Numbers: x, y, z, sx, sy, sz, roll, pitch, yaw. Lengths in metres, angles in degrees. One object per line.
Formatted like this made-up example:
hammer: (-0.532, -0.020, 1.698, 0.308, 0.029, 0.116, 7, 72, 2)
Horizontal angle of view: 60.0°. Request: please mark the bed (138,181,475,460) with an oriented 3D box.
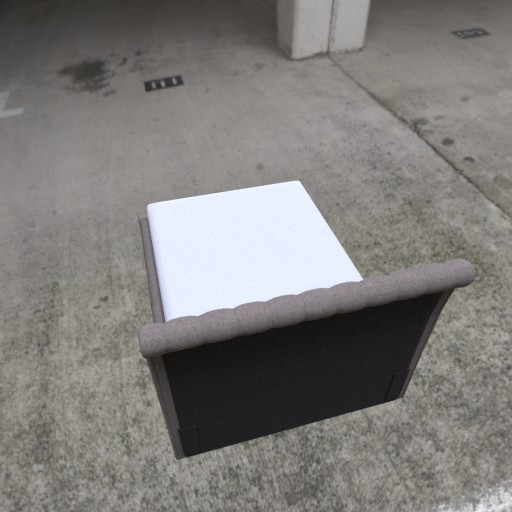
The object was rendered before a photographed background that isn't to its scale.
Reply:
bed: (0.000, 0.000, 3.263, 1.645, 1.371, 2.252, -11, 43, -12)
